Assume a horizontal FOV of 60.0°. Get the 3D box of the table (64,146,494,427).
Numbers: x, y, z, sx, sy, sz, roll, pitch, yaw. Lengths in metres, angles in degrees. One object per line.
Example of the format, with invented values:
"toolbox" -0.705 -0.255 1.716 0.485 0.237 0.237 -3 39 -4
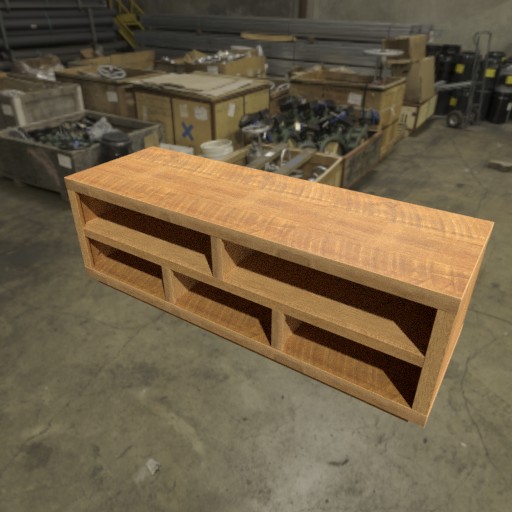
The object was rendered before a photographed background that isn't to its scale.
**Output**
"table" 0.000 0.000 1.717 1.499 0.491 0.499 18 35 28
